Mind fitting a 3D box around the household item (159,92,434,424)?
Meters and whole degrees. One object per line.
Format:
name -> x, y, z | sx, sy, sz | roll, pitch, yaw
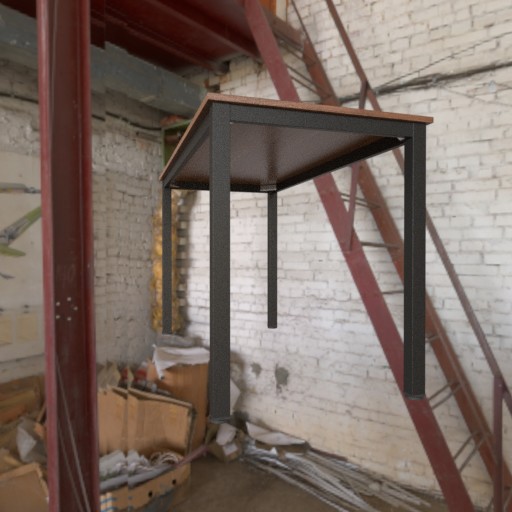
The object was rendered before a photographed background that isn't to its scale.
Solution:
household item -> 0.000, 0.000, 1.648 | 0.600, 0.750, 1.200 | 0, 1, -17
